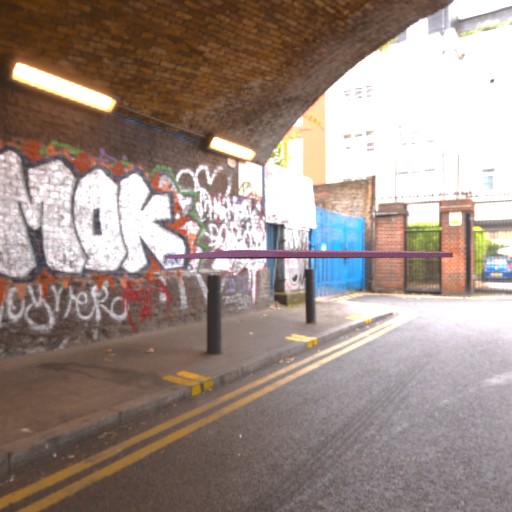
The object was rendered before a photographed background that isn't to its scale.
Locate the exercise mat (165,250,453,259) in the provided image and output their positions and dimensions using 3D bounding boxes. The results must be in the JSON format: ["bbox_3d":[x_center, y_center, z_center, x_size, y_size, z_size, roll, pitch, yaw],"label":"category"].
[{"bbox_3d":[0.000,0.000,2.041,0.616,0.021,1.869,0,0,-19],"label":"exercise mat"}]
